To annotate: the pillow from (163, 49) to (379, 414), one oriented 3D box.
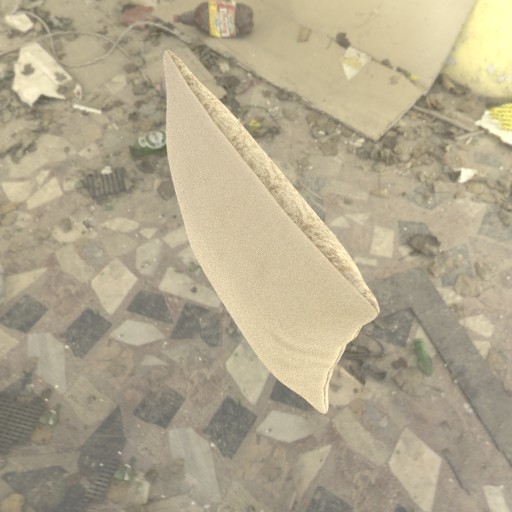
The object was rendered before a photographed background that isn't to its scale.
[{"bbox_3d":[0.000,0.000,0.791,0.166,0.510,0.523,-28,63,-15],"label":"pillow"}]
